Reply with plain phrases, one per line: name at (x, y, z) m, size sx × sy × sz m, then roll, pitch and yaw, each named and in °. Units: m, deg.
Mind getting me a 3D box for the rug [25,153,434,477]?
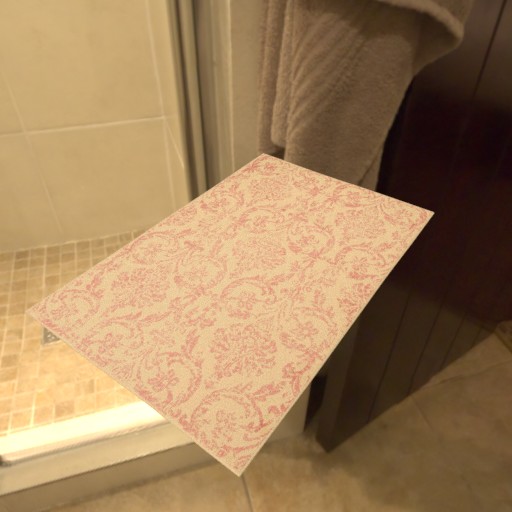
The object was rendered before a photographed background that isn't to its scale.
rug at (0.000, 0.000, 3.395) m, size 1.819 × 0.018 × 2.746 m, roll 26°, pitch 47°, yaw 27°
